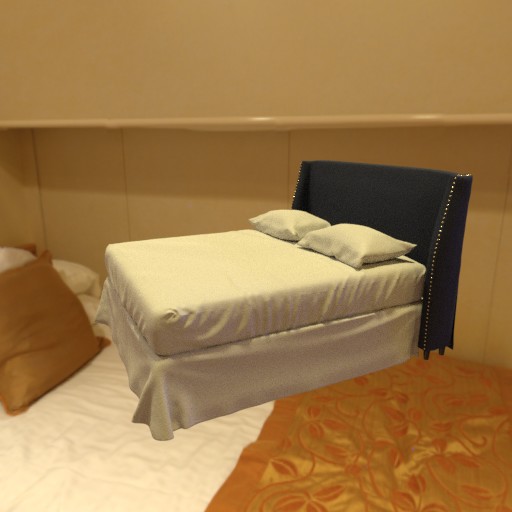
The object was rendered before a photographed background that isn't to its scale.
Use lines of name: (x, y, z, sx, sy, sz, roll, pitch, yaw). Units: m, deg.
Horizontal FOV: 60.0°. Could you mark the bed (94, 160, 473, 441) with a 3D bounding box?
bed: (0.000, 0.000, 3.405, 2.276, 1.332, 1.925, -7, 17, -26)
